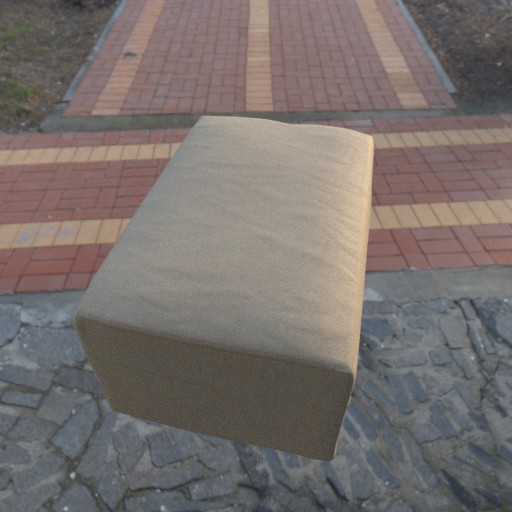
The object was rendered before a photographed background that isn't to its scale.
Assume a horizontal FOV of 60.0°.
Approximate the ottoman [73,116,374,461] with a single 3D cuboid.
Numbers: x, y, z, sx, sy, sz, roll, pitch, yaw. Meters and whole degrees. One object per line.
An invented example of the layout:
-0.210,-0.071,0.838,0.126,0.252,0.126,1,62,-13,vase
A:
0.000,0.000,1.219,0.590,0.444,0.872,9,46,9,ottoman
